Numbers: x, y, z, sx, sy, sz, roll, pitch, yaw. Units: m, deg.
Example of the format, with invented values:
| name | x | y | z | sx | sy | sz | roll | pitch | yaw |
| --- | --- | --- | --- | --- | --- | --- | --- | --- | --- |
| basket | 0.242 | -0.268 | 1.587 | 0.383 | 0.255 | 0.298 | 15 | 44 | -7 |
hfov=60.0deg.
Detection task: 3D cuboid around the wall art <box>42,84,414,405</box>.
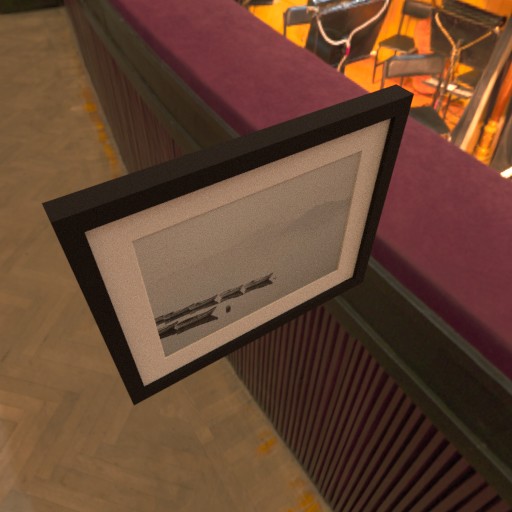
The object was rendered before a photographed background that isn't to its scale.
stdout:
| name | x | y | z | sx | sy | sz | roll | pitch | yaw |
| --- | --- | --- | --- | --- | --- | --- | --- | --- | --- |
| wall art | 0.000 | 0.000 | 0.545 | 0.397 | 0.325 | 0.028 | -25 | 51 | -21 |
